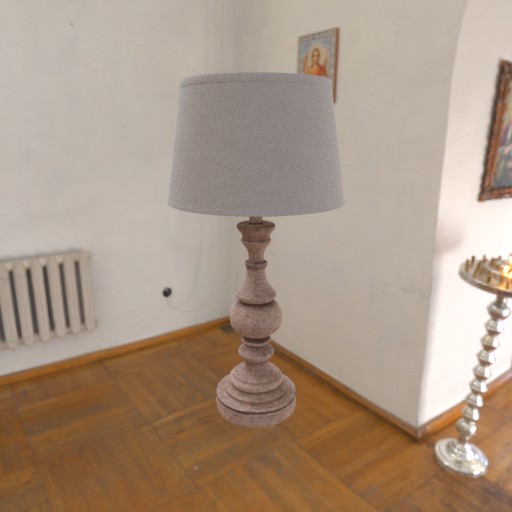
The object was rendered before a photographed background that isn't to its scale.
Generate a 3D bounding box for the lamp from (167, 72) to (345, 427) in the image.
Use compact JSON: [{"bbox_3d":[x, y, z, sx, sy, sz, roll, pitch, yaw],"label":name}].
[{"bbox_3d":[0.000,0.000,0.893,0.340,0.678,0.340,0,16,0],"label":"lamp"}]
